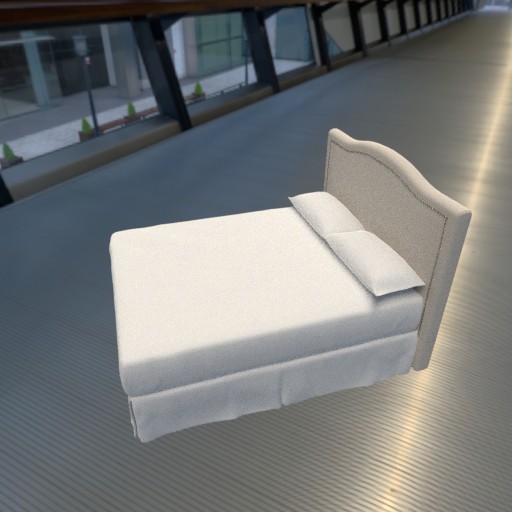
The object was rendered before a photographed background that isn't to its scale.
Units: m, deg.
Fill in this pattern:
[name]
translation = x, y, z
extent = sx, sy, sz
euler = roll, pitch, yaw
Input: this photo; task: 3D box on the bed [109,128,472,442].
[bed]
translation = 0.000, 0.000, 3.353
extent = 2.143, 1.460, 1.753
euler = -10, 33, -15
